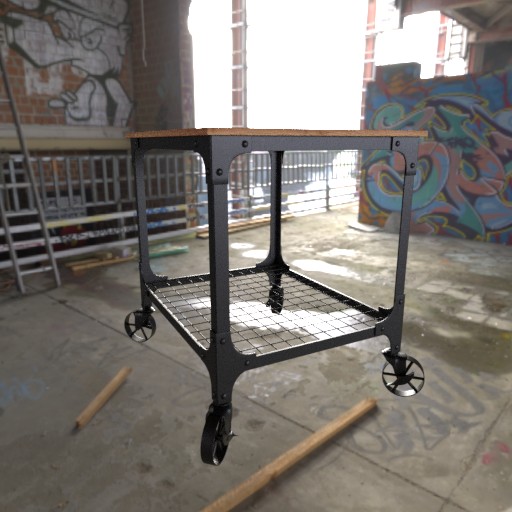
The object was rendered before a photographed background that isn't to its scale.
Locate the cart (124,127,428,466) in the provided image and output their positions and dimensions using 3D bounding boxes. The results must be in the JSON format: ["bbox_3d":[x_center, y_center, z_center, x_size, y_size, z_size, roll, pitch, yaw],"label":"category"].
[{"bbox_3d":[0.000,0.000,1.120,0.558,0.603,0.666,-8,16,-27],"label":"cart"}]
